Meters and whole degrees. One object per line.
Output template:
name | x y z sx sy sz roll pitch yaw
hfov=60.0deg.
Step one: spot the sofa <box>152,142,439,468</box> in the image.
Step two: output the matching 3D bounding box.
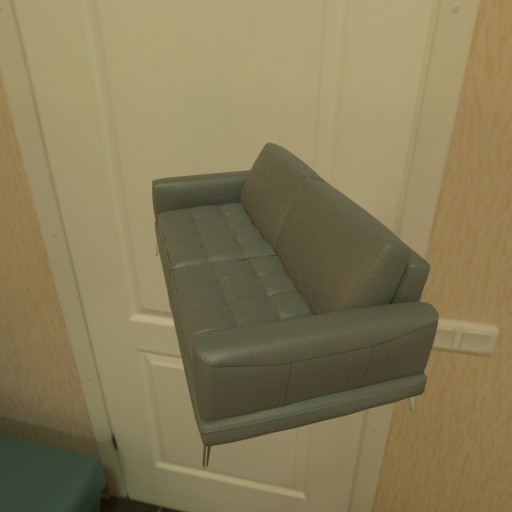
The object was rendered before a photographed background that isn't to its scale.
sofa | 0.000 0.000 2.718 1.121 0.930 2.177 -8 30 -14
